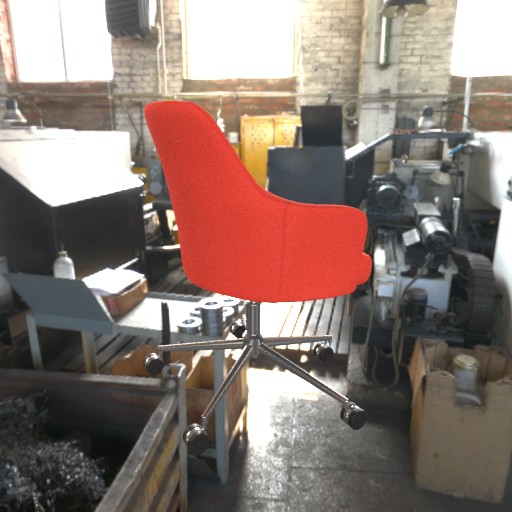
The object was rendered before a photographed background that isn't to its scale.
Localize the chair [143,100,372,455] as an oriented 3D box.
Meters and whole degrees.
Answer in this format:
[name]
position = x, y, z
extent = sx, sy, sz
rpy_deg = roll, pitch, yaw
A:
[chair]
position = 0.000, 0.000, 1.264
extent = 0.600, 0.820, 0.655
rpy_deg = -9, 18, -28
